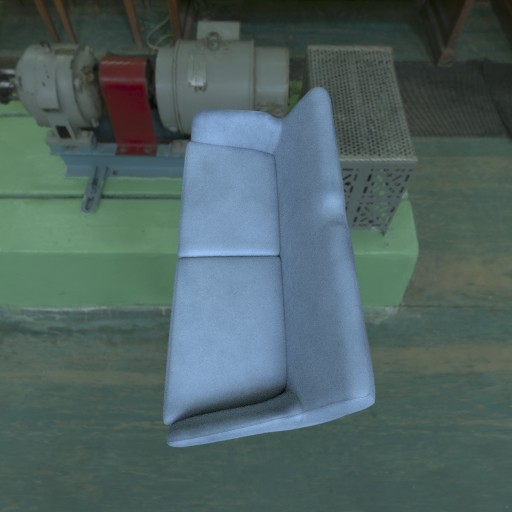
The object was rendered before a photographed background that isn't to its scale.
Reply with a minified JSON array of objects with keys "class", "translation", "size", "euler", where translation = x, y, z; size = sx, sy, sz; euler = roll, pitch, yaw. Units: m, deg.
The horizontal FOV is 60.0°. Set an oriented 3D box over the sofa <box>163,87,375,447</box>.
[{"class":"sofa","translation":[0.000,0.000,2.314],"size":[0.850,0.810,1.870],"euler":[-1,59,-1]}]
